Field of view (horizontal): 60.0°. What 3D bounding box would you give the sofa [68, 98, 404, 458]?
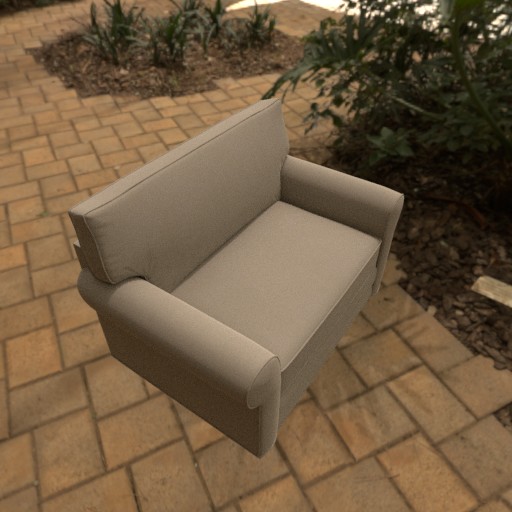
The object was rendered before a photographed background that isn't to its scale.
[{"bbox_3d":[0.000,0.000,2.125,0.937,1.006,1.405,25,47,25],"label":"sofa"}]
